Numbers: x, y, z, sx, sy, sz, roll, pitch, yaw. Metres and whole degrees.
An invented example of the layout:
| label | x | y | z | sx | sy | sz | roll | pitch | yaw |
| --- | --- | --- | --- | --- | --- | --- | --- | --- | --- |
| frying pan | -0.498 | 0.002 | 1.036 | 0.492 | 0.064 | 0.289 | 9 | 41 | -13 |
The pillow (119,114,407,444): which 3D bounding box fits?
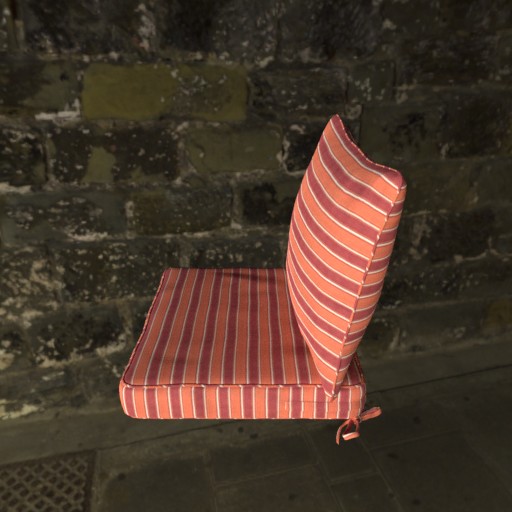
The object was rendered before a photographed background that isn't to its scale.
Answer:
| label | x | y | z | sx | sy | sz | roll | pitch | yaw |
| --- | --- | --- | --- | --- | --- | --- | --- | --- | --- |
| pillow | 0.000 | 0.000 | 1.353 | 0.733 | 0.723 | 0.799 | 0 | 26 | 0 |
